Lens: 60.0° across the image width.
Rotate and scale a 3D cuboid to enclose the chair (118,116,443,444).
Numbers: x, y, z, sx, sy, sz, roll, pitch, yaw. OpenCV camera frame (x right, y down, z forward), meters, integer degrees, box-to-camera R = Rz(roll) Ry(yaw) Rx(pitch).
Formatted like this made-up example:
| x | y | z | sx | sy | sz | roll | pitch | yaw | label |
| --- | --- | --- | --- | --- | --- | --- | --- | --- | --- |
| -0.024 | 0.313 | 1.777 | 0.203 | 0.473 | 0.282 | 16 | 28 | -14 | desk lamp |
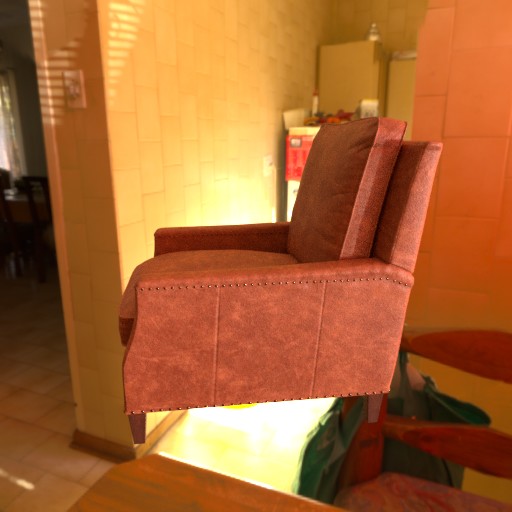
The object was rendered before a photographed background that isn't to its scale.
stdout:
| x | y | z | sx | sy | sz | roll | pitch | yaw | label |
| --- | --- | --- | --- | --- | --- | --- | --- | --- | --- |
| 0.000 | 0.000 | 1.786 | 1.035 | 1.054 | 0.854 | -2 | 15 | -8 | chair |
